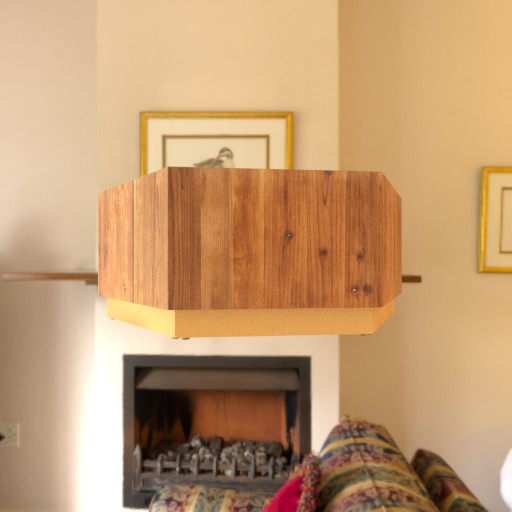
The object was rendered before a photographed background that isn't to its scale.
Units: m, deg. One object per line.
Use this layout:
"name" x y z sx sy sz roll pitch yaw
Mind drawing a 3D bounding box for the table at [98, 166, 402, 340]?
"table" 0.000 0.000 1.676 1.000 0.456 1.154 0 -1 -37
